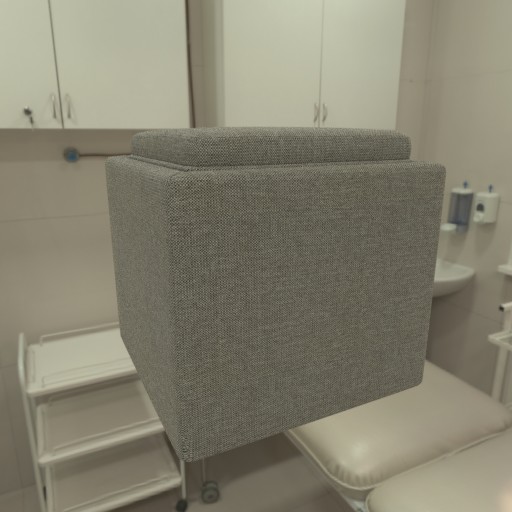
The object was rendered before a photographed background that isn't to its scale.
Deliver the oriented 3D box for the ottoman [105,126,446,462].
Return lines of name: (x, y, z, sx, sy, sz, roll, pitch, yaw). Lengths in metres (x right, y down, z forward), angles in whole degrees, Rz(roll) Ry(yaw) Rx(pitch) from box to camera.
ottoman: (0.000, 0.000, 0.823, 0.450, 0.460, 0.450, -8, 17, -26)
